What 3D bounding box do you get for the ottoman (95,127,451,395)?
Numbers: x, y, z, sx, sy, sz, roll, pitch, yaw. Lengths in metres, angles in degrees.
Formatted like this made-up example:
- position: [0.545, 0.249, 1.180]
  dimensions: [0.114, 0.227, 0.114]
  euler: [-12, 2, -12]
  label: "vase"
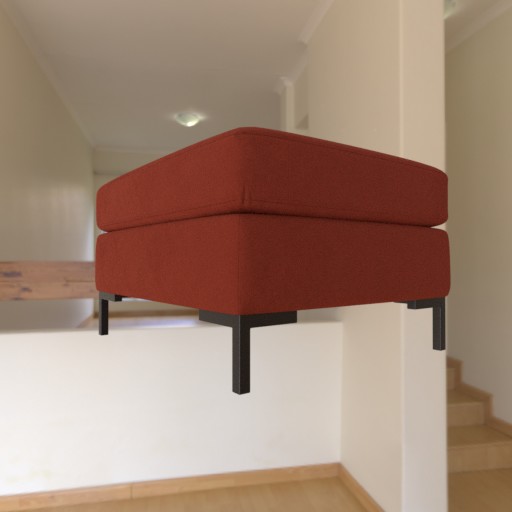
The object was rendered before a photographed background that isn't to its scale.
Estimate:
- position: [0.000, 0.000, 1.198]
  dimensions: [0.650, 0.462, 0.782]
  euler: [0, -1, -37]
  label: "ottoman"
